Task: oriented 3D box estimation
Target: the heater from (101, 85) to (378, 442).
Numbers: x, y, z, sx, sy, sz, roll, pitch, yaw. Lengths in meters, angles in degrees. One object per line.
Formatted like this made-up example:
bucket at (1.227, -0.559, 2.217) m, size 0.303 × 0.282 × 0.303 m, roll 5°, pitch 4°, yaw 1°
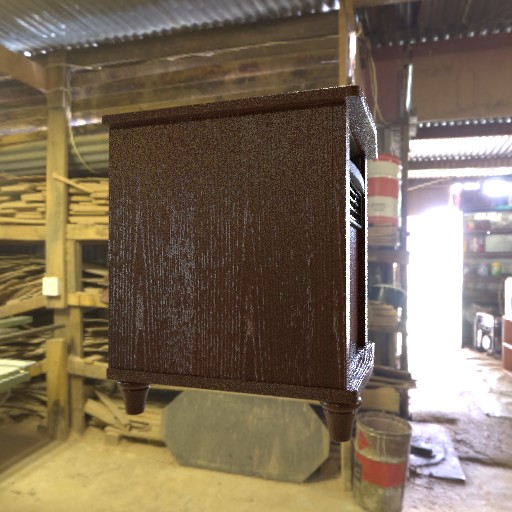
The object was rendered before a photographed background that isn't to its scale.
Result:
heater at (0.000, 0.000, 0.764) m, size 0.400 × 0.481 × 0.362 m, roll 0°, pitch 0°, yaw 18°
